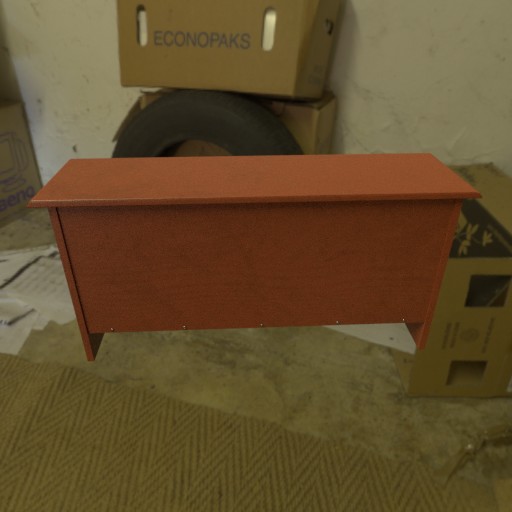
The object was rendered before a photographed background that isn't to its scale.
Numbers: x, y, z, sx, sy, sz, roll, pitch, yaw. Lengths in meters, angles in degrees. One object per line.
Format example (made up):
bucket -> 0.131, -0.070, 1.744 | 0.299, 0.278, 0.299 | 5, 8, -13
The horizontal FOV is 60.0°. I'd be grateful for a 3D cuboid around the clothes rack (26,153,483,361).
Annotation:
clothes rack -> 0.000, 0.000, 1.512 | 1.251, 0.594, 0.362 | -1, 31, -2
